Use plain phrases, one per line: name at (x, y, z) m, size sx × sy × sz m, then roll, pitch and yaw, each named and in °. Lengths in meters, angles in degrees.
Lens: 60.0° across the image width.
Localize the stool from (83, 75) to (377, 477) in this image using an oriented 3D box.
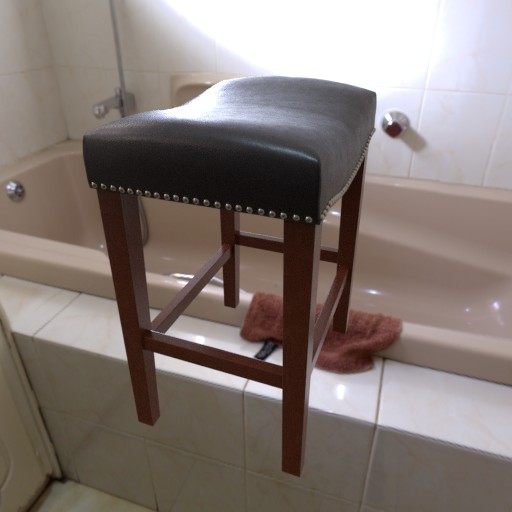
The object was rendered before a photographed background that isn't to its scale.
stool at (0.000, 0.000, 0.936) m, size 0.372 × 0.654 × 0.504 m, roll 11°, pitch 32°, yaw 18°
